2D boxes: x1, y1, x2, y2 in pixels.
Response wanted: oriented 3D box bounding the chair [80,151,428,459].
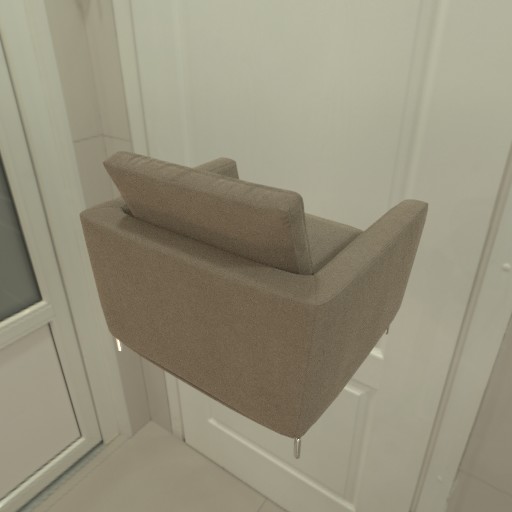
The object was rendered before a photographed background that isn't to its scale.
[{"bbox_3d":[0.000,0.000,1.739,1.041,0.864,0.889,19,35,31],"label":"chair"}]
